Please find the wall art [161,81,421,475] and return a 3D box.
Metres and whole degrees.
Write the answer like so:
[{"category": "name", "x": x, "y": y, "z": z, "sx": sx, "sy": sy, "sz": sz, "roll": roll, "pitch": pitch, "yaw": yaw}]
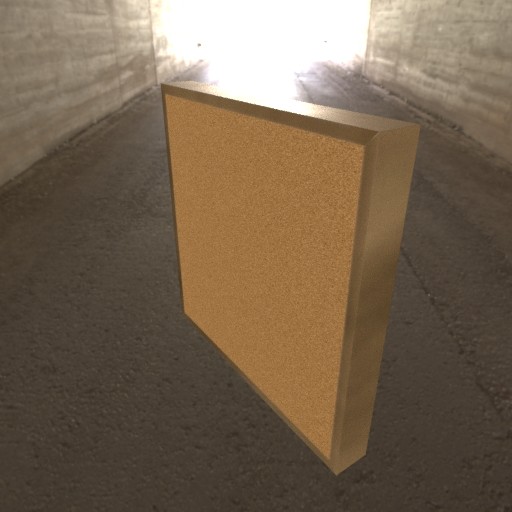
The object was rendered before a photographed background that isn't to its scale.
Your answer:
[{"category": "wall art", "x": 0.000, "y": 0.000, "z": 0.448, "sx": 0.038, "sy": 0.303, "sz": 0.305, "roll": -18, "pitch": 32, "yaw": -31}]
